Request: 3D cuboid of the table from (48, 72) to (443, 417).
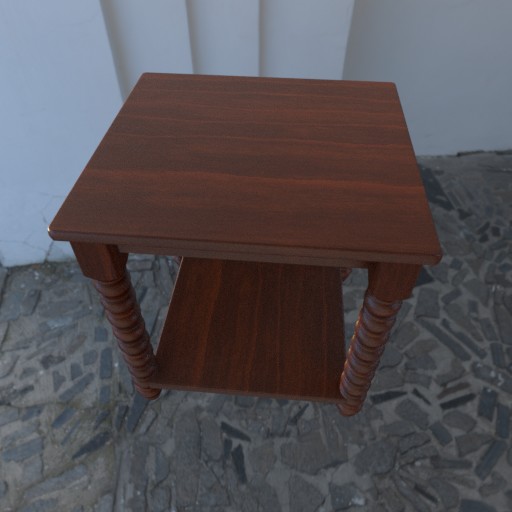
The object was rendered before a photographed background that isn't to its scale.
[{"bbox_3d":[0.000,0.000,0.960,0.533,0.567,0.500,4,46,4],"label":"table"}]
